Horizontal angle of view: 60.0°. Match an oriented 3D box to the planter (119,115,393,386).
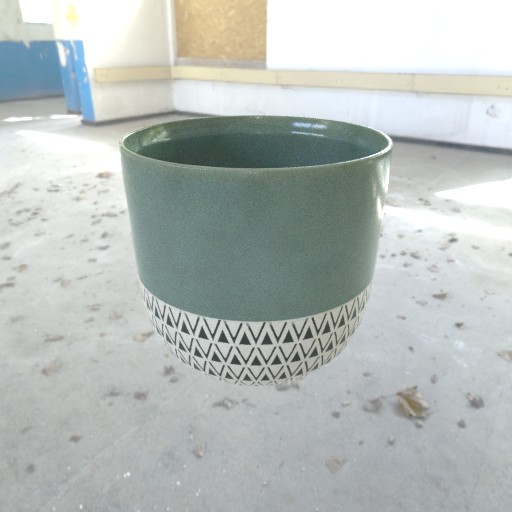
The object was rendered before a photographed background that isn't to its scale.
[{"bbox_3d":[0.000,0.000,0.503,0.266,0.270,0.266,0,26,0],"label":"planter"}]
